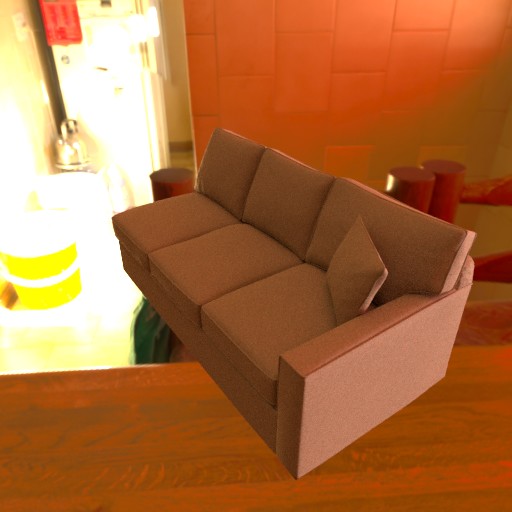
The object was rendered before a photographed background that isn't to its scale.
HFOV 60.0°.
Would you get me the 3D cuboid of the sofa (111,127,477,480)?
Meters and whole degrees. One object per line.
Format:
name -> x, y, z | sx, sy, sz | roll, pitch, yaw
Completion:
sofa -> 0.000, 0.000, 2.497 | 1.034, 0.946, 1.963 | -20, 36, -29
